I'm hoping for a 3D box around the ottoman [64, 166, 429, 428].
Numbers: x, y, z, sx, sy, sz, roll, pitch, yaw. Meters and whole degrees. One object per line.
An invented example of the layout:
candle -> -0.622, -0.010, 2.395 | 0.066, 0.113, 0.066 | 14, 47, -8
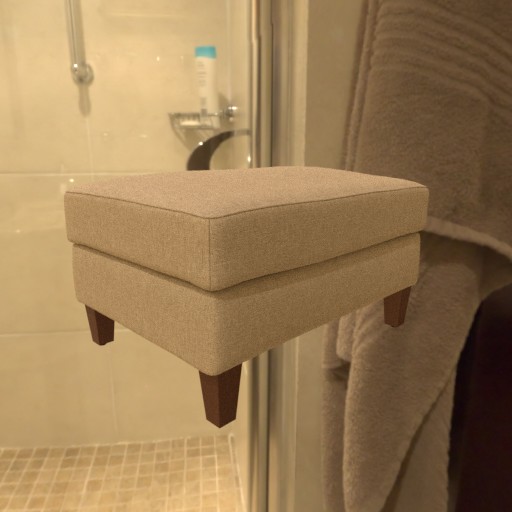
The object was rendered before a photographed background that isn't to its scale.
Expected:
ottoman -> 0.000, 0.000, 1.342 | 0.898, 0.519, 0.677 | -14, 20, -43
